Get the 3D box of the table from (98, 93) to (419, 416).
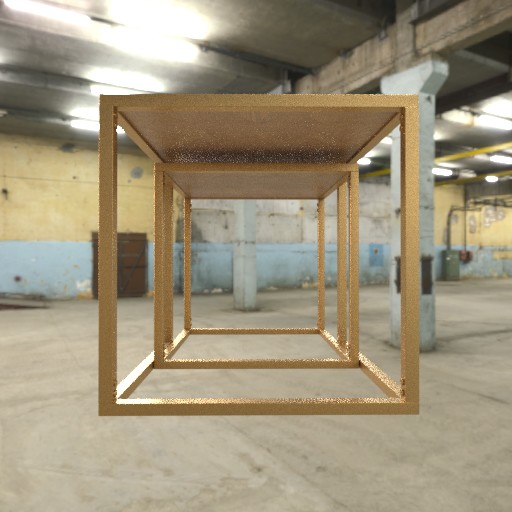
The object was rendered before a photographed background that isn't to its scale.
[{"bbox_3d":[0.000,0.000,1.074,0.505,0.505,0.762,0,0,-1],"label":"table"}]
